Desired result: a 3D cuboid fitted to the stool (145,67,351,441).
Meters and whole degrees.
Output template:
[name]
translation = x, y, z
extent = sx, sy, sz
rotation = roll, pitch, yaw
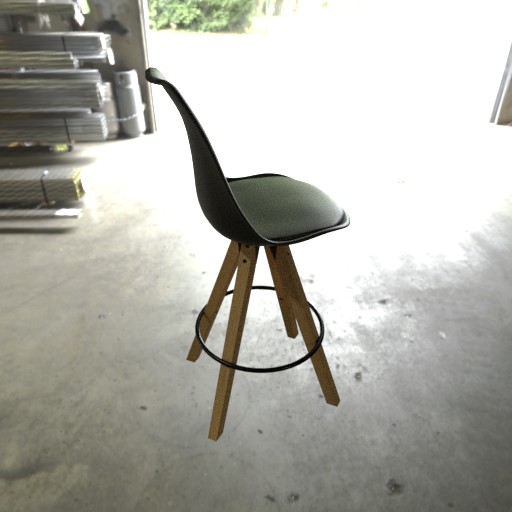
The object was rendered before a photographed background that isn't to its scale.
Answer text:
[stool]
translation = 0.000, 0.000, 1.410
extent = 0.550, 1.115, 0.485
rotation = -10, 33, -16
